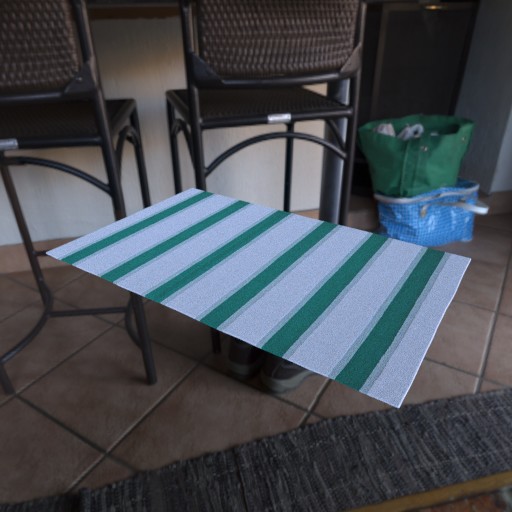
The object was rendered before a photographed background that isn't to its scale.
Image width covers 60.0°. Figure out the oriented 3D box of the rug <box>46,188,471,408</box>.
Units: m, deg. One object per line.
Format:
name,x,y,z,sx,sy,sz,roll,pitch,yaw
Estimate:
rug,0.000,0.000,2.983,2.436,0.015,1.521,18,34,29
